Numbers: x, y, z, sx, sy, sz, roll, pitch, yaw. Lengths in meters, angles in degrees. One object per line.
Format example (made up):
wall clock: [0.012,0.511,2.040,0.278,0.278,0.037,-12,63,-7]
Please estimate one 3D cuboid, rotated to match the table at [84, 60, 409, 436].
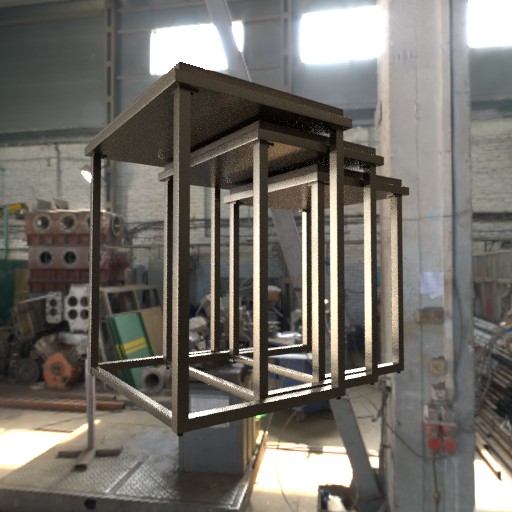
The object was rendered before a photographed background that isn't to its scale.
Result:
table: [0.000,0.000,1.126,0.706,0.610,0.559,1,-3,-35]
